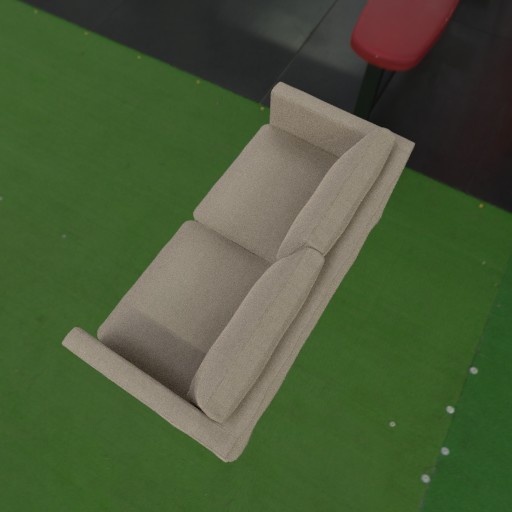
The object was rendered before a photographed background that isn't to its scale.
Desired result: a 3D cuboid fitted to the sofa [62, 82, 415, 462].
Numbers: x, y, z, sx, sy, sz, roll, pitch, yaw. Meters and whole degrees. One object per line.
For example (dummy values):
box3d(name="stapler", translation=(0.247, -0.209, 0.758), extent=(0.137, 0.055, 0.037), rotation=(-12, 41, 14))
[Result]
box3d(name="sofa", translation=(0.000, 0.000, 2.540), extent=(0.956, 0.847, 1.987), rotation=(30, 68, 13))
